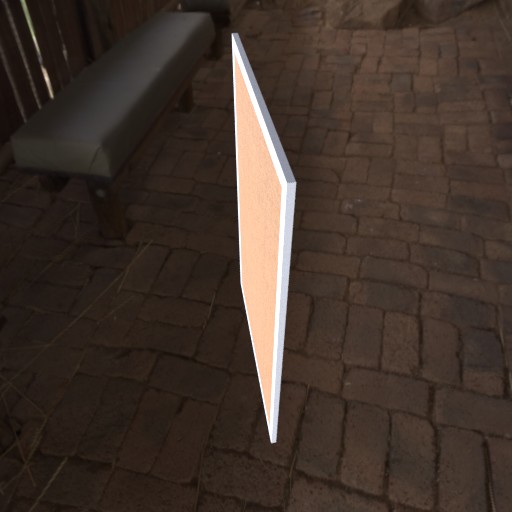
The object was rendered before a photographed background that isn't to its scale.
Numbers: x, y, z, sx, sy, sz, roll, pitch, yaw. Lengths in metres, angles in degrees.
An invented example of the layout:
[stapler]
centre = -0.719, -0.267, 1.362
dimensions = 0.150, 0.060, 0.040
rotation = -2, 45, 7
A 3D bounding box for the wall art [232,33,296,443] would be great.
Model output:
[wall art]
centre = 0.000, 0.000, 1.247
dimensions = 0.015, 0.965, 0.660
rotation = -7, 45, -7
